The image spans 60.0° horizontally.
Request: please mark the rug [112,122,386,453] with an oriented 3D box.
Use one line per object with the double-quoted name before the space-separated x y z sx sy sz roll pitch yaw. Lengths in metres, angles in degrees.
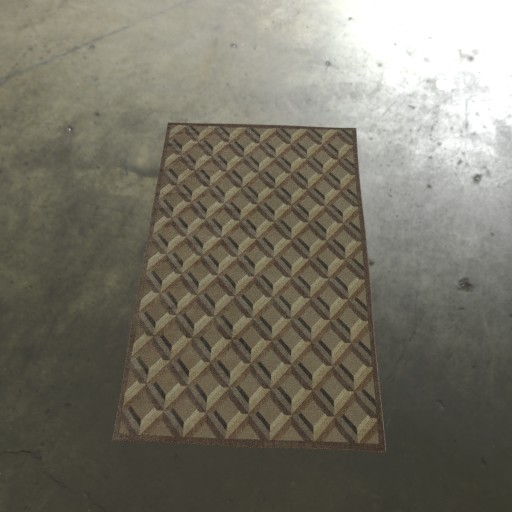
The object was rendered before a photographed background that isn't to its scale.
"rug" 0.000 0.000 2.106 1.066 0.011 1.677 2 62 1
